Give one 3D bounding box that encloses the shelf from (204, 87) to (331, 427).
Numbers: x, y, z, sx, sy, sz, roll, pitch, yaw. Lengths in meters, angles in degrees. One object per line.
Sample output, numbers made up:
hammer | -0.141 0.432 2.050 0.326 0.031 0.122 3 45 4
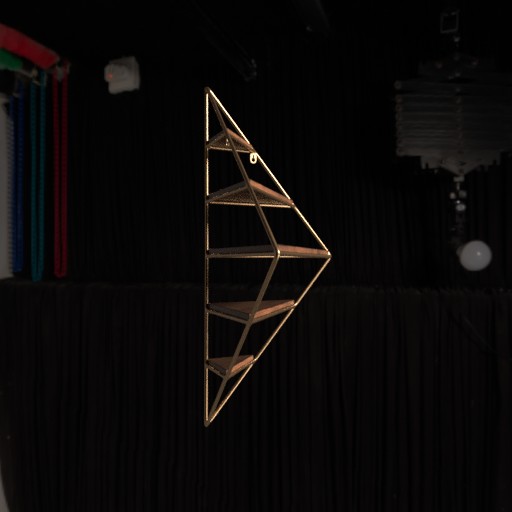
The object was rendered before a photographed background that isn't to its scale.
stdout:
shelf | 0.000 0.000 1.146 0.294 0.913 0.564 0 -1 20
